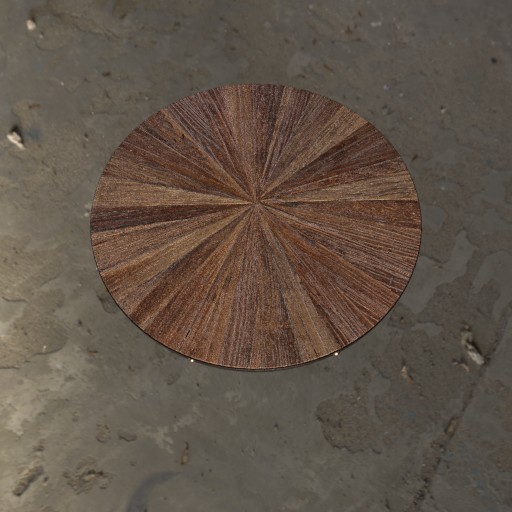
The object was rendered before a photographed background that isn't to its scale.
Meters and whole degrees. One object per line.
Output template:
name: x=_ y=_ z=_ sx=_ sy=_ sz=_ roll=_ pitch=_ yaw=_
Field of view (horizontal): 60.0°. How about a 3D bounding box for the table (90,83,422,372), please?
table: x=0.000 y=0.000 z=1.490 sx=0.885 sy=0.658 sz=0.885 roll=0 pitch=65 yaw=0
